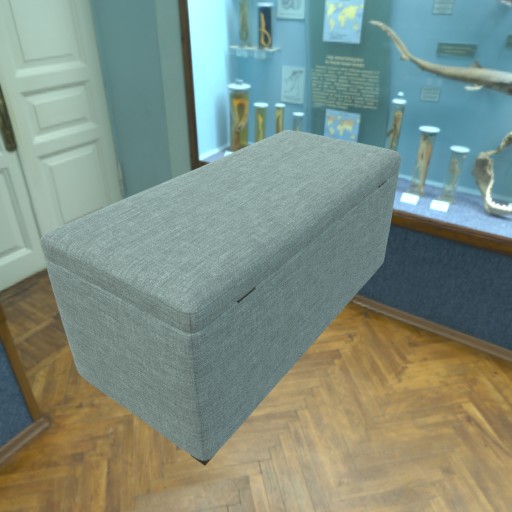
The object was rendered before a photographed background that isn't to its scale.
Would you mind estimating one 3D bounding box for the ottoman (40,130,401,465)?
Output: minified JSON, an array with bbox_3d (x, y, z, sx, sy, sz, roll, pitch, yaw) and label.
[{"bbox_3d":[0.000,0.000,1.146,0.419,0.432,0.902,21,37,30],"label":"ottoman"}]
